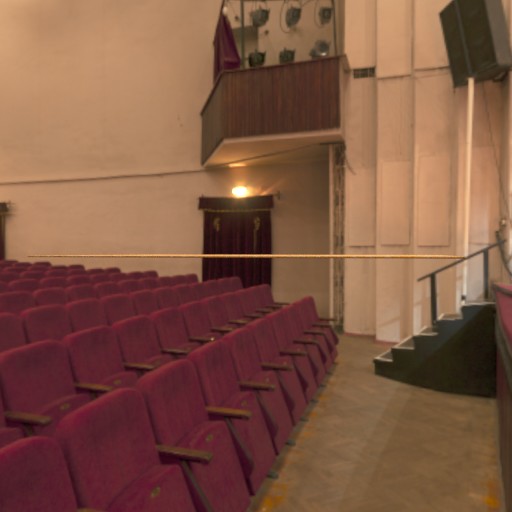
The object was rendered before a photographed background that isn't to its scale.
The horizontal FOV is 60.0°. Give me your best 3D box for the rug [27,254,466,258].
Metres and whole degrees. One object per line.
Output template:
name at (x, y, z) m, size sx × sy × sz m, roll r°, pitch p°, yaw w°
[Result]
rug at (0.000, 0.000, 3.020) m, size 2.424 × 0.010 × 1.511 m, roll 0°, pitch 0°, yaw 18°
